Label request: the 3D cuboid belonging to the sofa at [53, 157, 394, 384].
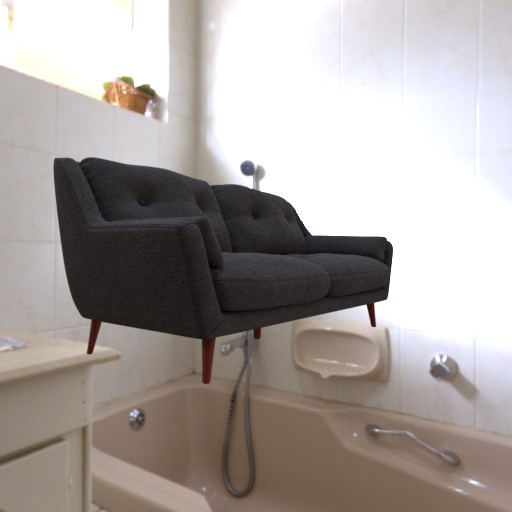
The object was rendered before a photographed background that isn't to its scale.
[{"bbox_3d":[0.000,0.000,2.398,0.975,0.896,1.929,0,0,36],"label":"sofa"}]
